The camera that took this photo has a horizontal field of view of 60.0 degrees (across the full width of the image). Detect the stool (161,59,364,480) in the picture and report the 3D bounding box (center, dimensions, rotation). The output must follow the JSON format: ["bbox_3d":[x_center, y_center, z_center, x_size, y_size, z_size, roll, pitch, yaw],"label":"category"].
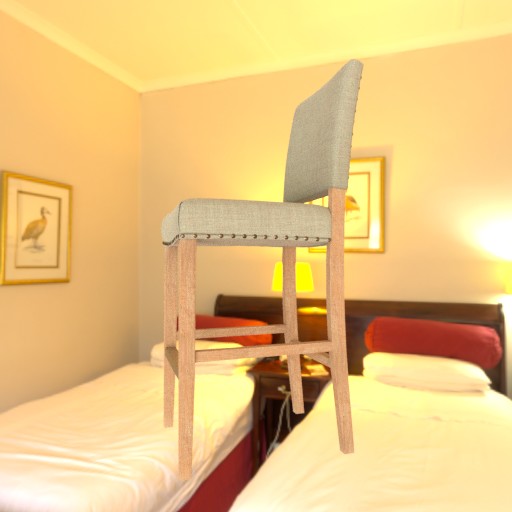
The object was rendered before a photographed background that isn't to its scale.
[{"bbox_3d":[0.000,0.000,1.475,0.585,1.203,0.445,0,-1,-18],"label":"stool"}]
